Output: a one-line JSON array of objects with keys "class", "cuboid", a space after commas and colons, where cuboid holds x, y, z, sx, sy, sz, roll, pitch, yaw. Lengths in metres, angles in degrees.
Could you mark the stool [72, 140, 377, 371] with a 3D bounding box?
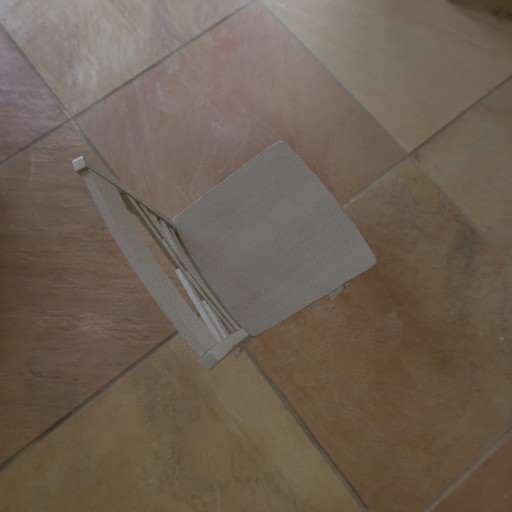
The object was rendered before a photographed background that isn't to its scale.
[{"class": "stool", "cuboid": [0.000, 0.000, 1.329, 0.539, 1.079, 0.462, -34, 78, -8]}]
